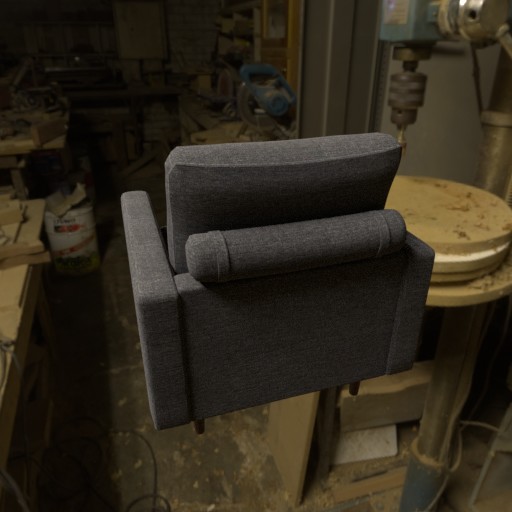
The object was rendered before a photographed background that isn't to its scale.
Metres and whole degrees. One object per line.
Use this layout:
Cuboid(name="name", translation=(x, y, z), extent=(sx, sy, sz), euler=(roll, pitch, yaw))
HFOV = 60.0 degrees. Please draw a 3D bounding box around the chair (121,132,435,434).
Cuboid(name="chair", translation=(0.000, 0.000, 1.495), extent=(0.821, 0.880, 0.843), euler=(-8, 28, -16))
